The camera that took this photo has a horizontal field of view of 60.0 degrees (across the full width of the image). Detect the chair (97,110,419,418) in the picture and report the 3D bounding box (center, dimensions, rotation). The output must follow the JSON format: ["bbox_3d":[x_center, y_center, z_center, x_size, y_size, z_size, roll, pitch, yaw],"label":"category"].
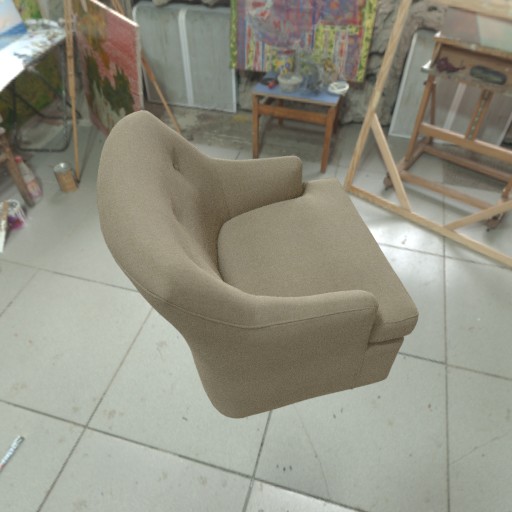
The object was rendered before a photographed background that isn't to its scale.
[{"bbox_3d":[0.000,0.000,1.593,0.923,0.856,0.864,-10,47,-9],"label":"chair"}]
